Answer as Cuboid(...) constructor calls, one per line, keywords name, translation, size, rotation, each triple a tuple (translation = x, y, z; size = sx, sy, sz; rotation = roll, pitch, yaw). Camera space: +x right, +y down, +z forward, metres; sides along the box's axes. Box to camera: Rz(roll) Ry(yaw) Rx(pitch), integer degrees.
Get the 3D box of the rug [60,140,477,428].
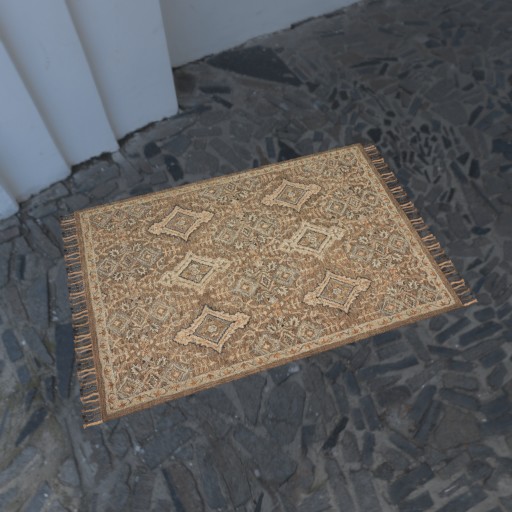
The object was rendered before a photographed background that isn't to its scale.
Cuboid(name="rug", translation=(0.000, 0.000, 2.964), size=(2.434, 0.010, 1.516), rotation=(-15, 59, -10))
